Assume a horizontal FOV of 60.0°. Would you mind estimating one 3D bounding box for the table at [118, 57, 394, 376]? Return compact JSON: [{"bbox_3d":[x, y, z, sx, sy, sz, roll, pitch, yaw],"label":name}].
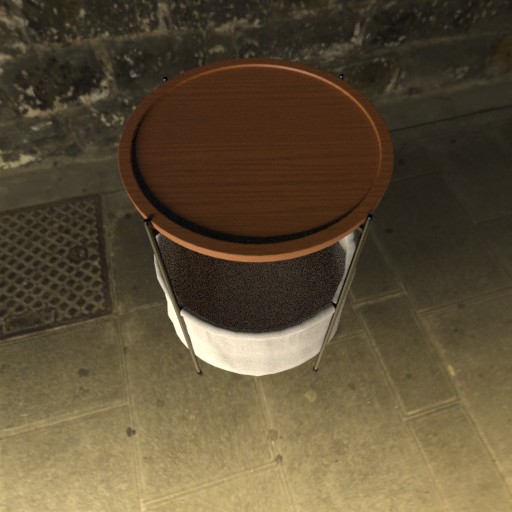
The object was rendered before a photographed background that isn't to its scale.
[{"bbox_3d":[0.000,0.000,0.890,0.393,0.623,0.393,-1,58,-1],"label":"table"}]
